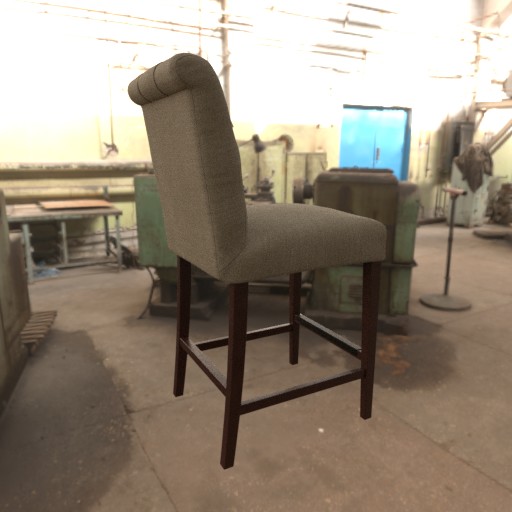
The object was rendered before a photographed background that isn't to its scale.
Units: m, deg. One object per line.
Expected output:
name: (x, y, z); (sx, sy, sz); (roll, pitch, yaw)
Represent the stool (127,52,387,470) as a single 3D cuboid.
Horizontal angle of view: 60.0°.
stool: (0.000, 0.000, 1.413); (0.660, 1.084, 0.486); (-7, 15, -27)
